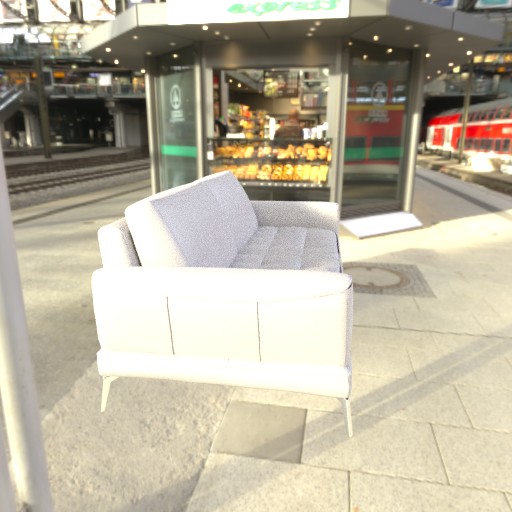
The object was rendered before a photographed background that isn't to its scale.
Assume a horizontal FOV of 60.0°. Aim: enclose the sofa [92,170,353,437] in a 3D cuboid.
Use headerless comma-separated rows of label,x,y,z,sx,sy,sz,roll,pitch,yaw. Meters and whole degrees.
sofa,0.000,0.000,2.772,1.121,0.930,2.177,2,15,8
